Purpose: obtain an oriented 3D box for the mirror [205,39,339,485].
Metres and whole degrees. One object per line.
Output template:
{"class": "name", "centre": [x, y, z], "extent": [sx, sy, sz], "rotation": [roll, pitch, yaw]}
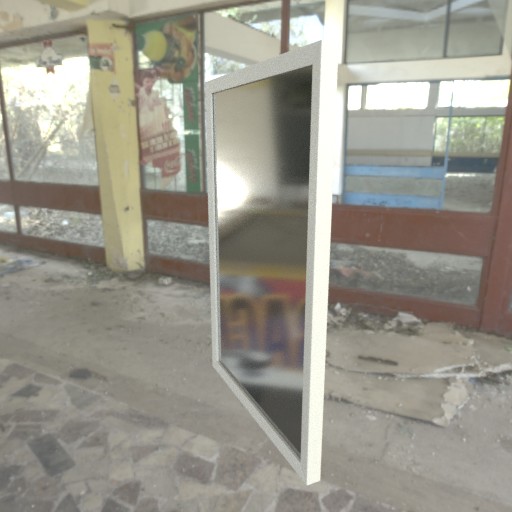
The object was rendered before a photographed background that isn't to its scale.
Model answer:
{"class": "mirror", "centre": [0.000, 0.000, 1.151], "extent": [0.041, 0.914, 0.609], "rotation": [-7, 16, -25]}
